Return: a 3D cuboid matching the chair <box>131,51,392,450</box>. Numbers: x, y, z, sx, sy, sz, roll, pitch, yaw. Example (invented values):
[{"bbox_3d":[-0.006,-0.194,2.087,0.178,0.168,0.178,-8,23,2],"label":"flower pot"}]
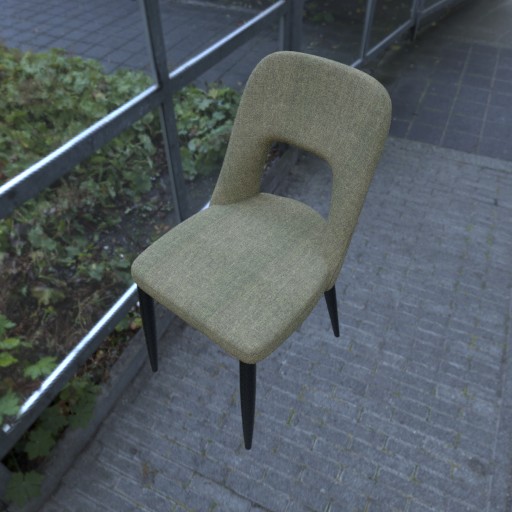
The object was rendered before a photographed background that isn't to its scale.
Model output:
[{"bbox_3d":[0.000,0.000,1.266,0.470,0.931,0.612,30,53,26],"label":"chair"}]
